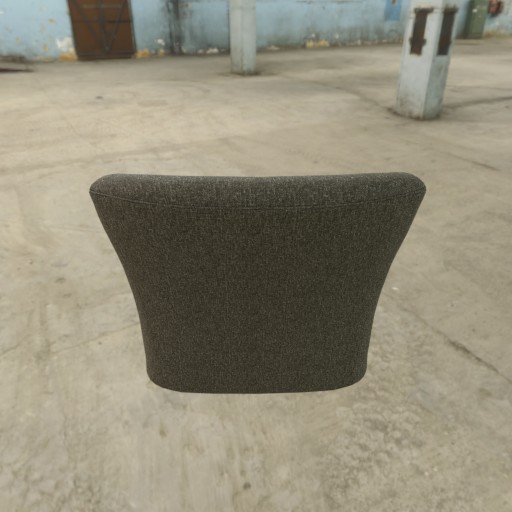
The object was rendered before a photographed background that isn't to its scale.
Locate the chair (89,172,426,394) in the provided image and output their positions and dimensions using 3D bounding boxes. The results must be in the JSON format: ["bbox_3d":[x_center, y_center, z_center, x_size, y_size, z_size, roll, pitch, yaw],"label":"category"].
[{"bbox_3d":[0.000,0.000,1.576,0.864,0.856,0.923,-1,29,-1],"label":"chair"}]
